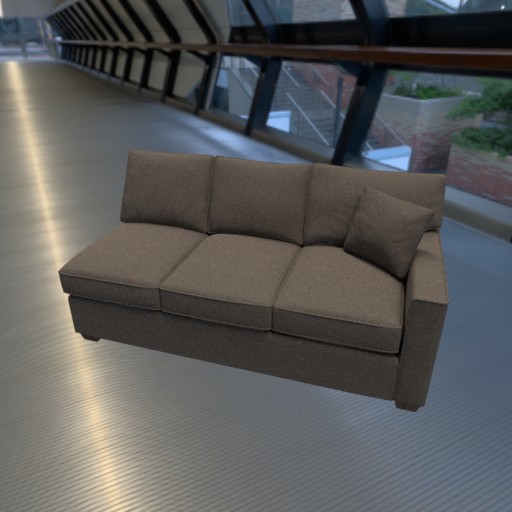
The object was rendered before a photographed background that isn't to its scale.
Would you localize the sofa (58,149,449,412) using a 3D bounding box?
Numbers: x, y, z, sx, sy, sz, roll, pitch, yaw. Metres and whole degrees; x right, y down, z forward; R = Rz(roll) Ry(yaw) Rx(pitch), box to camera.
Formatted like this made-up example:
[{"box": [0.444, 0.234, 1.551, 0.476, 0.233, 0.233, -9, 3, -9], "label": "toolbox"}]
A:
[{"box": [0.000, 0.000, 2.544, 1.963, 0.946, 1.034, 8, 28, 16], "label": "sofa"}]
